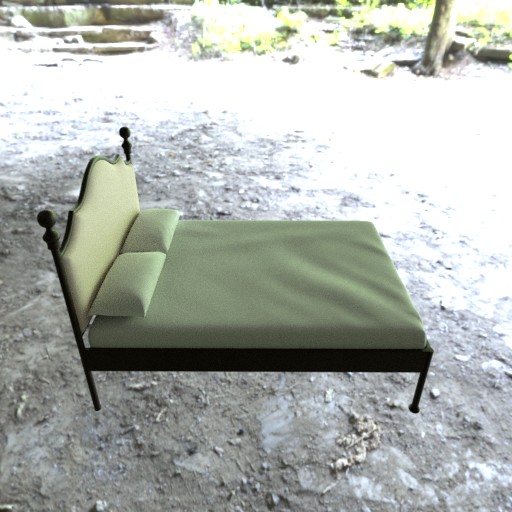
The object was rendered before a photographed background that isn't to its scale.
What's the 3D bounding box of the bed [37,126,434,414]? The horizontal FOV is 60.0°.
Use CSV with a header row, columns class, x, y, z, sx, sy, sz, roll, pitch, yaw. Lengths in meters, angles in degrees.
class,x,y,z,sx,sy,sz,roll,pitch,yaw
bed,0.000,0.000,3.284,2.224,1.499,1.642,0,31,0
